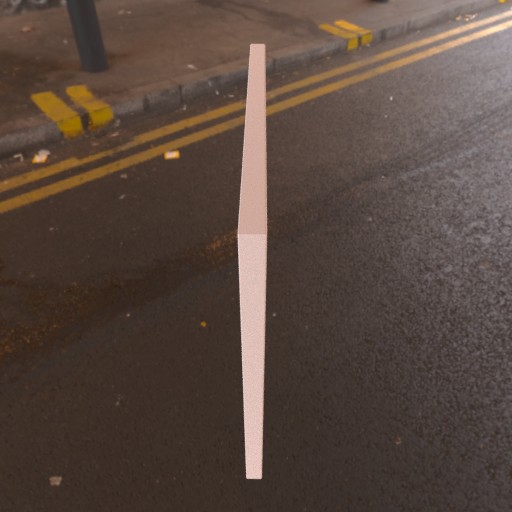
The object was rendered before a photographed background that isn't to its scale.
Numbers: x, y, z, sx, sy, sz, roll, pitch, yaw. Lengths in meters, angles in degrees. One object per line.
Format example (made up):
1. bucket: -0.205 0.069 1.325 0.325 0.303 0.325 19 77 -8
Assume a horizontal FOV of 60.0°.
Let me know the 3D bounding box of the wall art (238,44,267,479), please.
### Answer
1. wall art: 0.000 0.000 1.452 0.049 1.009 1.009 0 42 1
